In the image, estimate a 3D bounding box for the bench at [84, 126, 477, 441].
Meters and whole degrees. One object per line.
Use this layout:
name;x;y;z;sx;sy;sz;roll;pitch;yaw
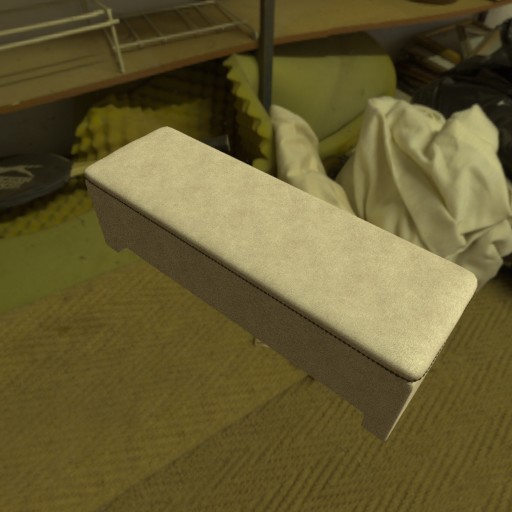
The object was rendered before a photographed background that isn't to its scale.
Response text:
bench;0.000;0.000;1.743;1.482;0.447;0.470;31;53;26
